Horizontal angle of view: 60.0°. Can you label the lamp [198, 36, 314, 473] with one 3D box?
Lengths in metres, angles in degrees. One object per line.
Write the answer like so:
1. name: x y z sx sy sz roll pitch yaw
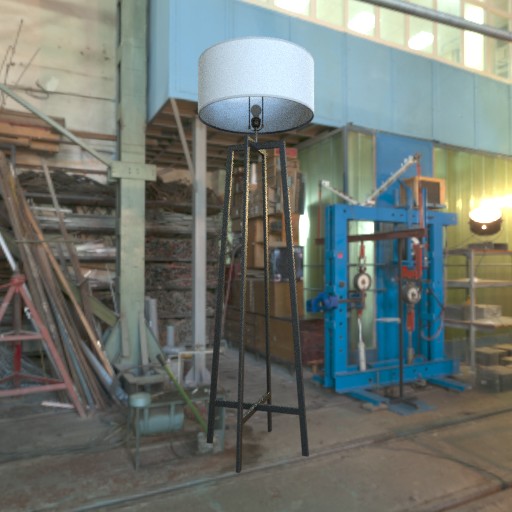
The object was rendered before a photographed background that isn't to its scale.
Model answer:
1. lamp: 0.000 0.000 1.748 0.457 1.510 0.456 0 -1 18
